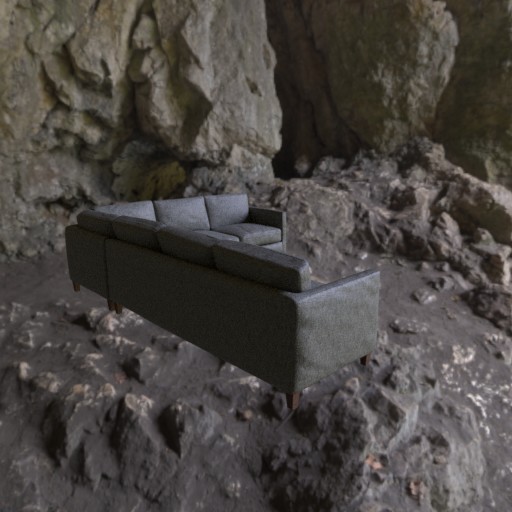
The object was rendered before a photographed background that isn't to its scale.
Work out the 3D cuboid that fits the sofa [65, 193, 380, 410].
[{"bbox_3d":[0.000,0.000,4.512,2.593,0.947,3.302,-13,19,-43],"label":"sofa"}]
